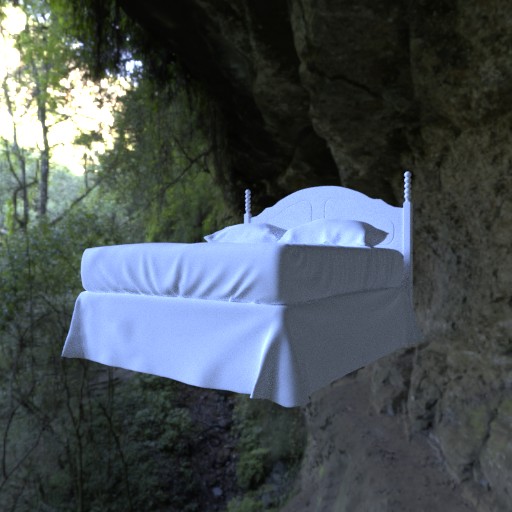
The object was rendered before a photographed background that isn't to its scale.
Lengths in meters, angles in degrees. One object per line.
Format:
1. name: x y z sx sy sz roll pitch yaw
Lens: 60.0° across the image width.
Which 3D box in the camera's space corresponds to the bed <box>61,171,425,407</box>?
1. bed: 0.000 0.000 3.212 1.873 1.356 2.040 0 0 36
